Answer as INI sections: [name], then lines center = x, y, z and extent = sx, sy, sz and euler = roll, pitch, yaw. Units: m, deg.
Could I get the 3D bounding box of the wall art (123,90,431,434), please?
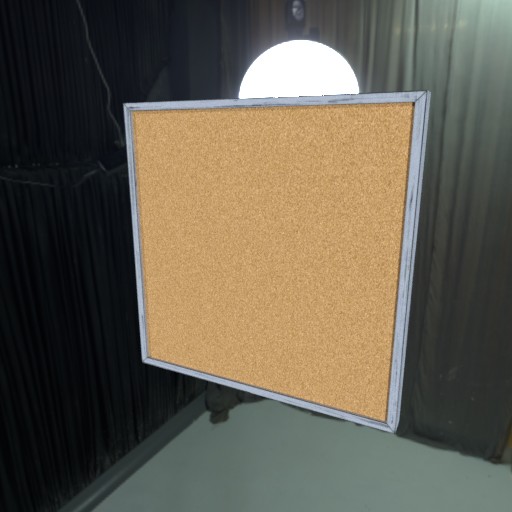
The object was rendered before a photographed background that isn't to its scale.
[wall art]
center = 0.000, 0.000, 0.753
extent = 0.506, 0.506, 0.038
euler = 7, 17, 26
